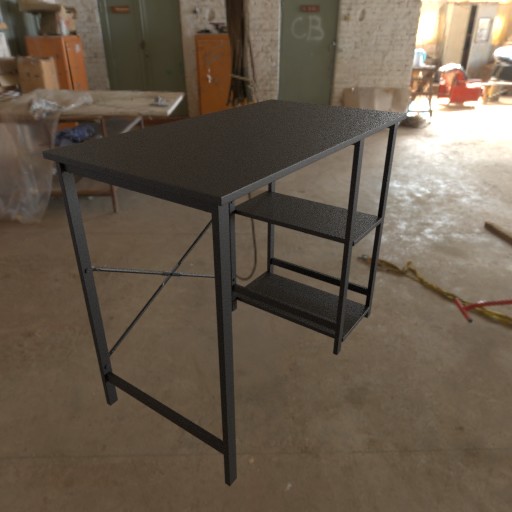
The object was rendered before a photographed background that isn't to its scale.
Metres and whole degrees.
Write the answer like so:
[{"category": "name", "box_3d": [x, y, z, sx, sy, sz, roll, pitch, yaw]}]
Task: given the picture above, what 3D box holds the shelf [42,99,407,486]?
[{"category": "shelf", "box_3d": [0.000, 0.000, 1.332, 0.498, 0.749, 0.902, 18, 33, 31]}]
